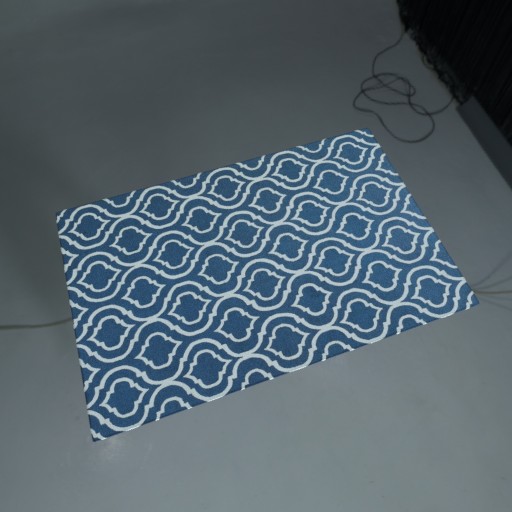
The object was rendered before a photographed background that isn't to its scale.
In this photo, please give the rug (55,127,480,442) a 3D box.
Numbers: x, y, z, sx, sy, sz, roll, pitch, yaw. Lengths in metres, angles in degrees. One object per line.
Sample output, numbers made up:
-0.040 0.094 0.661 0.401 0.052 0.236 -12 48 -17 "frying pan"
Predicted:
0.000 0.000 2.126 1.753 0.010 1.143 -17 63 -9 "rug"
